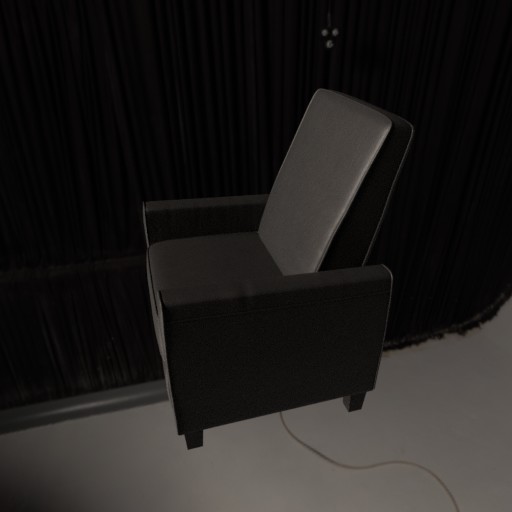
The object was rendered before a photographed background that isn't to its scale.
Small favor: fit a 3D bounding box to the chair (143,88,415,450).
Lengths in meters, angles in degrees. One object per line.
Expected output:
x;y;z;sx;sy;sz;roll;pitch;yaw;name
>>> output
0.000;0.000;1.540;0.746;1.013;0.705;-8;32;-14;chair
